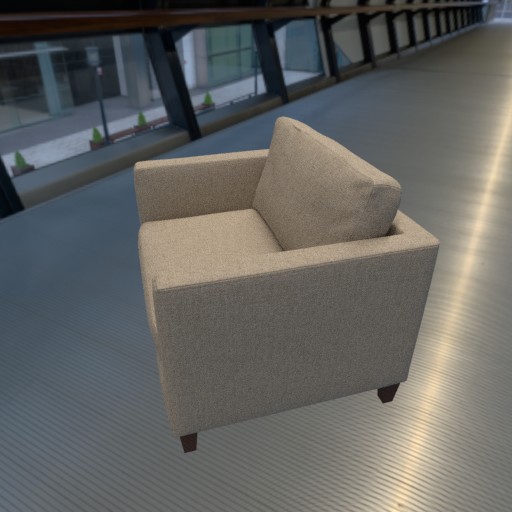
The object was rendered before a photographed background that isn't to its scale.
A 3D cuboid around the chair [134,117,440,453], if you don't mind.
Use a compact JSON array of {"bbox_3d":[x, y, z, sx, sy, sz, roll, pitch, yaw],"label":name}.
[{"bbox_3d":[0.000,0.000,1.891,0.959,0.961,1.107,-9,32,-14],"label":"chair"}]
